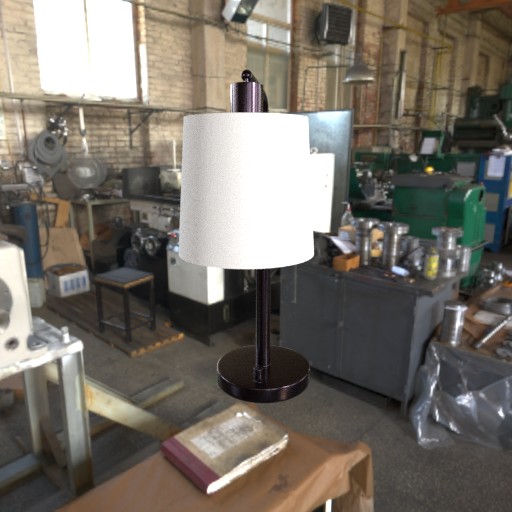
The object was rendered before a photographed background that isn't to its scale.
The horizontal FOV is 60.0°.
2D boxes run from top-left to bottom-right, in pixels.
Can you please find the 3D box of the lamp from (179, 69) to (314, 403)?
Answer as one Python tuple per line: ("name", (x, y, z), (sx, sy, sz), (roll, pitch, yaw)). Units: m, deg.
("lamp", (0.000, 0.000, 0.651), (0.171, 0.489, 0.333), (2, 14, 9))
